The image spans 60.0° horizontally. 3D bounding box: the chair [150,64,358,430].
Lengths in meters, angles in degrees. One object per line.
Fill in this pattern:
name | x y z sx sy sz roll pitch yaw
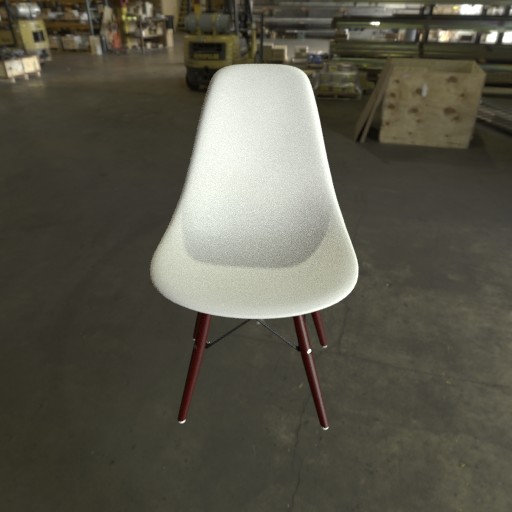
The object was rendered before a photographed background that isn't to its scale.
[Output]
chair | 0.000 0.000 1.114 0.470 0.826 0.533 1 31 2
